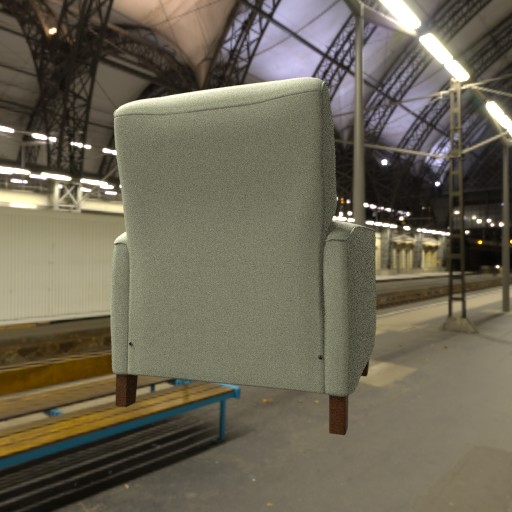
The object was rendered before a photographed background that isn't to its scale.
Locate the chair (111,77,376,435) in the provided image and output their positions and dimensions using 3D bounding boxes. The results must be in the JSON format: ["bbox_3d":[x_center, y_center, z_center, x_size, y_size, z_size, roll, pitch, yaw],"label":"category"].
[{"bbox_3d":[0.000,0.000,1.675,0.853,1.007,0.846,0,-1,19],"label":"chair"}]
